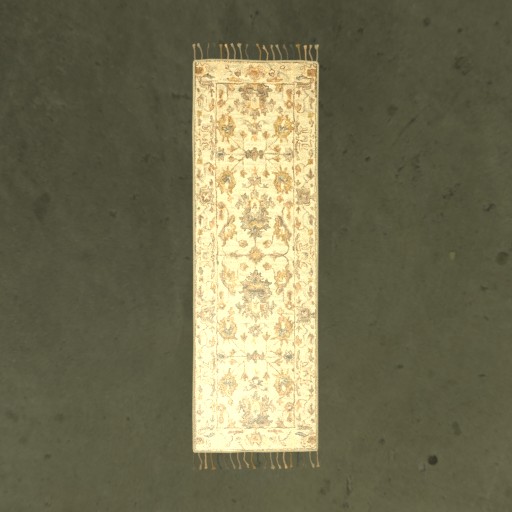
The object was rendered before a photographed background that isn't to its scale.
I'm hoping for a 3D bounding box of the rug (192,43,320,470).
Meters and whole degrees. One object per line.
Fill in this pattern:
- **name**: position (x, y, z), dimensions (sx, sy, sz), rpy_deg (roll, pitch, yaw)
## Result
- **rug**: position (0.000, 0.000, 2.533), dimensions (0.729, 0.021, 2.438), rpy_deg (0, 90, -2)
